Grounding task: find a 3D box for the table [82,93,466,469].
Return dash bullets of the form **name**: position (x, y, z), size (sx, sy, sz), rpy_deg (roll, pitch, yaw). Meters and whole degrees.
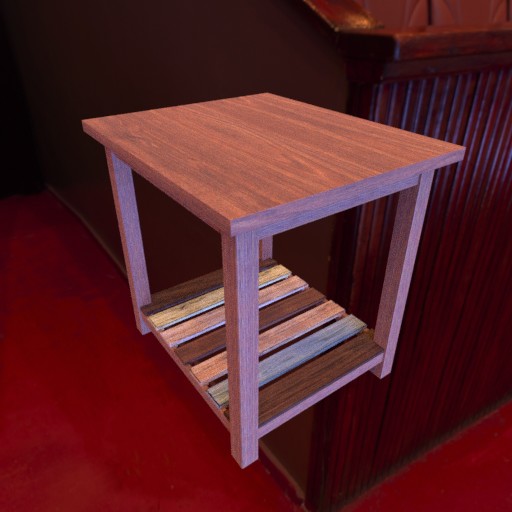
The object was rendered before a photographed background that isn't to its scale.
- **table**: position (0.000, 0.000, 1.140), size (0.559, 0.635, 0.660), rpy_deg (-20, 37, -30)
